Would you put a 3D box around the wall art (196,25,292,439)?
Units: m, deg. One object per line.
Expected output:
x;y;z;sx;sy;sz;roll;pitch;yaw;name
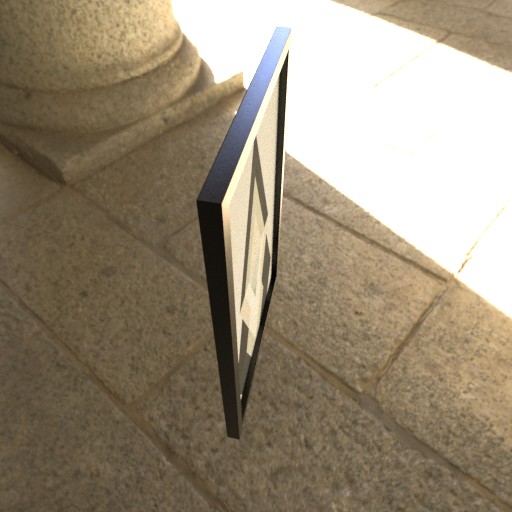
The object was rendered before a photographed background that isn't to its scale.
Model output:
0.000;0.000;0.580;0.019;0.455;0.314;9;49;8;wall art
